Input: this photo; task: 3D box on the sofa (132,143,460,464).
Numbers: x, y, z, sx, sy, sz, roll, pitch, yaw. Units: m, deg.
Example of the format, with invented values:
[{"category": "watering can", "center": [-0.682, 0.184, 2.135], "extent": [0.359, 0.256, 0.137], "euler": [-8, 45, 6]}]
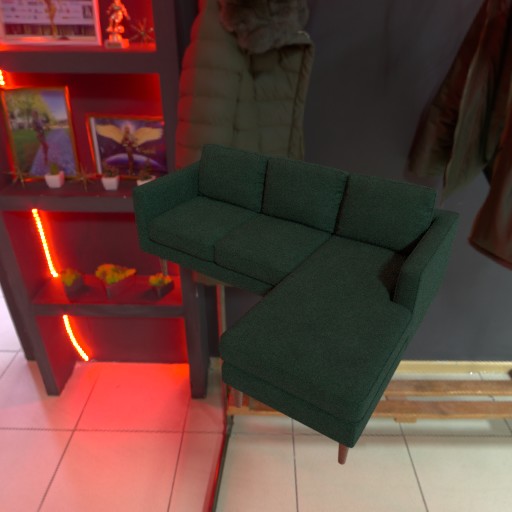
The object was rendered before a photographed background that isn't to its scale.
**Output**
[{"category": "sofa", "center": [0.000, 0.000, 2.781], "extent": [2.030, 0.899, 1.580], "euler": [19, 35, 28]}]
